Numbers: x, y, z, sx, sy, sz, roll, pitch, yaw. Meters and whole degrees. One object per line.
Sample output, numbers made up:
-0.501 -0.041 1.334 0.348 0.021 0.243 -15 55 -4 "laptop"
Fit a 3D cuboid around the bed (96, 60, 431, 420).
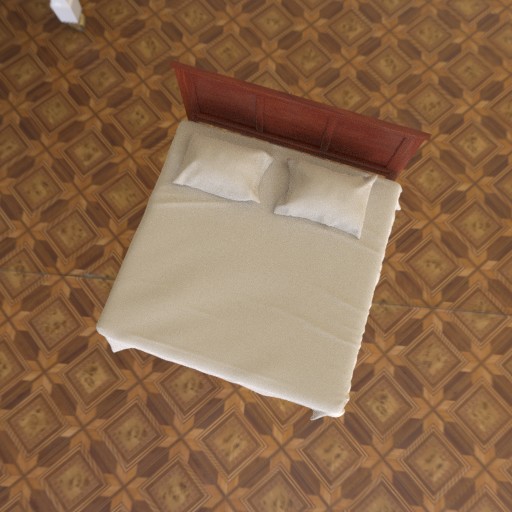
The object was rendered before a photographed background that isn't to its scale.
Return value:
0.000 0.000 3.619 2.314 1.271 2.219 18 76 4 "bed"
